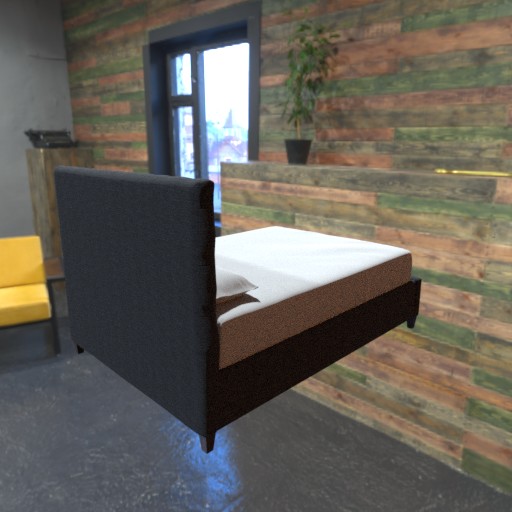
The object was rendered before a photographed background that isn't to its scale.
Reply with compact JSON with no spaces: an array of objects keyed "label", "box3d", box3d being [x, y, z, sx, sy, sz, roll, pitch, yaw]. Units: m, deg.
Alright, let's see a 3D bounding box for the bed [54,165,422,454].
[{"label":"bed","box3d":[0.000,0.000,3.505,2.387,1.427,1.698,-14,20,-43]}]
